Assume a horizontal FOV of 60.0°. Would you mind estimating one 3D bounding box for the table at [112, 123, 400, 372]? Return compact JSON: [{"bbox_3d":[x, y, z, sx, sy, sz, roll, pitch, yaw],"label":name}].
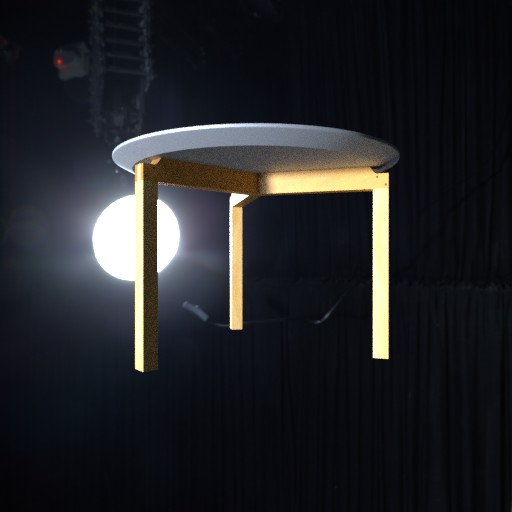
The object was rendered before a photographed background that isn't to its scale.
[{"bbox_3d":[0.000,0.000,0.973,0.600,0.405,0.600,0,0,0],"label":"table"}]
